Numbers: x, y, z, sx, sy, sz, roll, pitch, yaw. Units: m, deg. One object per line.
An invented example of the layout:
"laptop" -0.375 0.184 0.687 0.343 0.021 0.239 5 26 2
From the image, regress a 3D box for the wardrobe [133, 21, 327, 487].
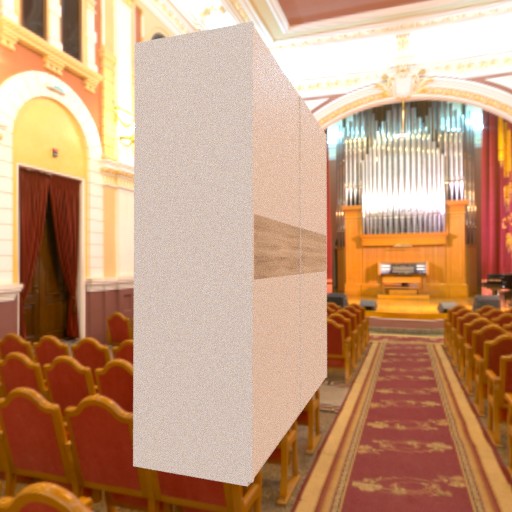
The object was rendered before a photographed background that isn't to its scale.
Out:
"wardrobe" 0.000 0.000 2.879 0.600 2.020 1.830 0 -1 19
